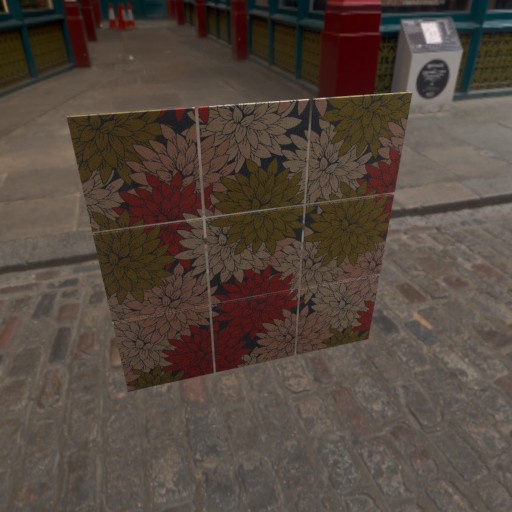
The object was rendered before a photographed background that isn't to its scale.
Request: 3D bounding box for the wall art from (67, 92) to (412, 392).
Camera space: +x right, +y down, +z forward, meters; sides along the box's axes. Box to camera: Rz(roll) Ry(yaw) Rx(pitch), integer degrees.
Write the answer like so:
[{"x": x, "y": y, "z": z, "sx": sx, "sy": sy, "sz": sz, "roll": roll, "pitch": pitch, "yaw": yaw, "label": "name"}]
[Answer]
[{"x": 0.000, "y": 0.000, "z": 1.821, "sx": 1.206, "sy": 1.218, "sz": 0.013, "roll": -9, "pitch": 33, "yaw": -14, "label": "wall art"}]
